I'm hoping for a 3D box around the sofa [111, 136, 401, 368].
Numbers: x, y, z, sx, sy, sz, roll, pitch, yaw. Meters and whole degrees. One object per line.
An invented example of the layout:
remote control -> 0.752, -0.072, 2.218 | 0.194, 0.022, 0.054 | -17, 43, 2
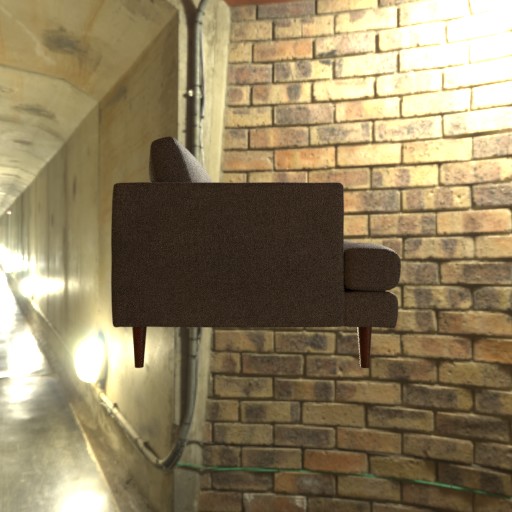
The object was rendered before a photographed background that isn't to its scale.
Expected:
sofa -> 0.000, 0.000, 2.511 | 1.020, 0.868, 1.948 | 0, -2, 0
